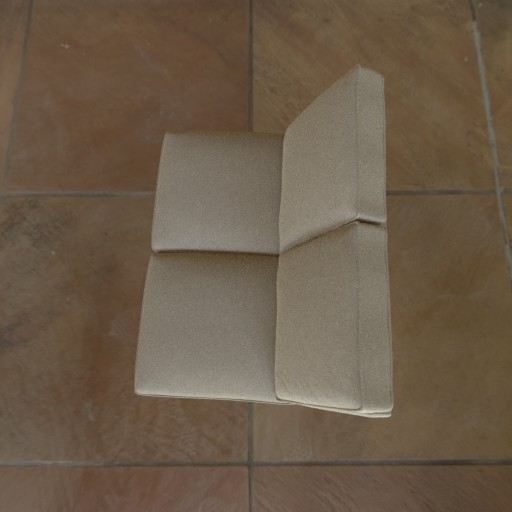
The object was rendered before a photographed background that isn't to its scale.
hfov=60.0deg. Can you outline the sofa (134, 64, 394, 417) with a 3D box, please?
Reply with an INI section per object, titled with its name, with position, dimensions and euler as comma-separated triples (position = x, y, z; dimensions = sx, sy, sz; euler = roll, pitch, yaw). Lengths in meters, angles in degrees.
[sofa]
position = 0.000, 0.000, 1.923
dimensions = 0.951, 1.008, 1.237
euler = 3, 75, 1
